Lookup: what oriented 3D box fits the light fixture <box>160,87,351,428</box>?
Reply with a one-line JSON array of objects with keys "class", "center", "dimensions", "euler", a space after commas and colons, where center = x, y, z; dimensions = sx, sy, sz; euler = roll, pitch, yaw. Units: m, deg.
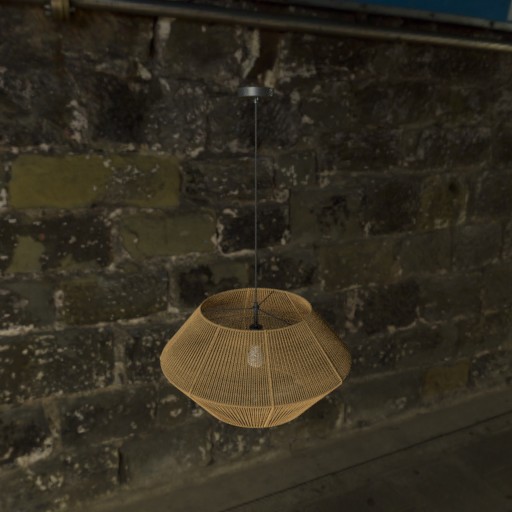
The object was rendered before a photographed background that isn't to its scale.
[{"class": "light fixture", "center": [0.000, 0.000, 1.422], "dimensions": [0.643, 1.009, 0.643], "euler": [0, 16, 0]}]
